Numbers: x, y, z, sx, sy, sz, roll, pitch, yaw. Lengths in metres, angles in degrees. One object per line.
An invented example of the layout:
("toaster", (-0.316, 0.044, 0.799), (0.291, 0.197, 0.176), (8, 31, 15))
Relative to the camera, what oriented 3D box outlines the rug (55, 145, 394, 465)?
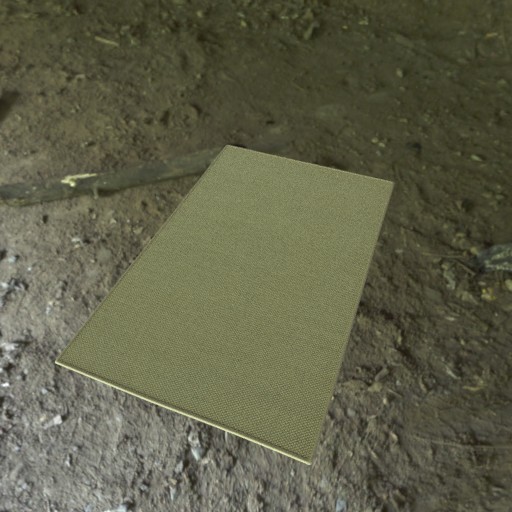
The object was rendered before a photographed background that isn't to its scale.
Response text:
("rug", (0.000, 0.000, 2.160), (1.067, 0.013, 1.676), (16, 49, 15))
